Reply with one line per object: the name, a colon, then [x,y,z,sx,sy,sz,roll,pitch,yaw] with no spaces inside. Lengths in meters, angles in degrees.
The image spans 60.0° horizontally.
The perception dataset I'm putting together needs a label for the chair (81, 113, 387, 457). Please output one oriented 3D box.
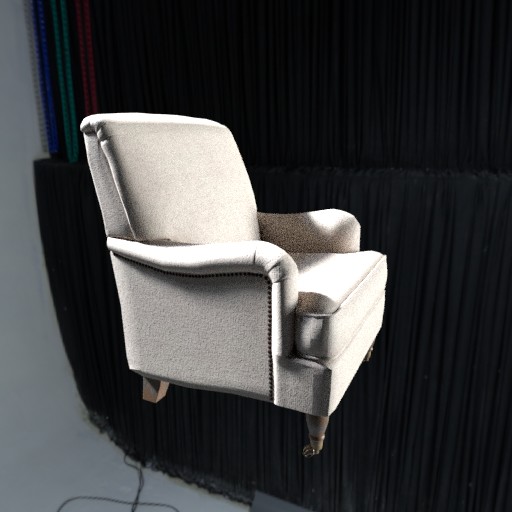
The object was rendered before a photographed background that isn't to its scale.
chair: [0.000,0.000,1.814,0.953,1.119,0.879,7,16,25]
